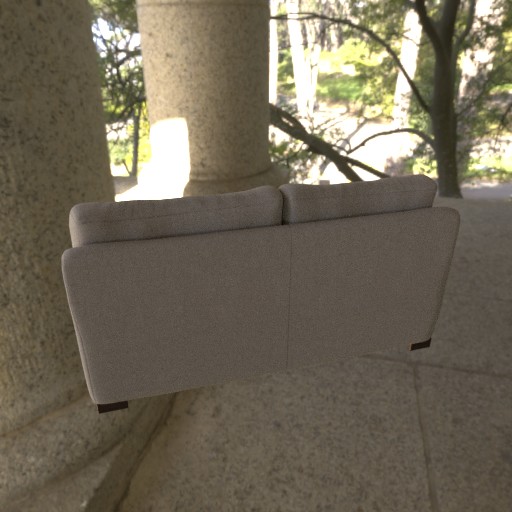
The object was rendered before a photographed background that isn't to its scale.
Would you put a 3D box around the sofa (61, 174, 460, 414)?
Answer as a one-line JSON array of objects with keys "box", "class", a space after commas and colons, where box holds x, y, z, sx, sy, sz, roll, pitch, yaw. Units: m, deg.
[{"box": [0.000, 0.000, 2.467, 1.855, 0.980, 0.962, -7, 27, -15], "class": "sofa"}]
